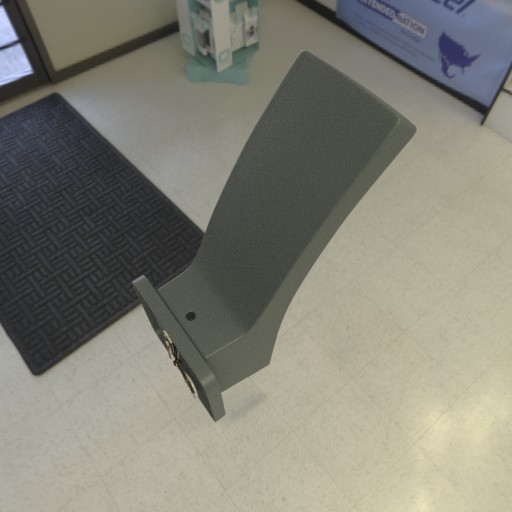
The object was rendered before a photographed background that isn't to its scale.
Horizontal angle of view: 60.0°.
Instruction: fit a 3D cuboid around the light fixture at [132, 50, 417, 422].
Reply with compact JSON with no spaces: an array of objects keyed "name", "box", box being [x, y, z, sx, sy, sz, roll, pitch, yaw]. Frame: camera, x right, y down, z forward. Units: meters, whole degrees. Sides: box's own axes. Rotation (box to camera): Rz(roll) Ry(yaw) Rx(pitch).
[{"name":"light fixture","box":[0.000,0.000,0.329,0.174,0.243,0.108,-32,62,-19]}]
